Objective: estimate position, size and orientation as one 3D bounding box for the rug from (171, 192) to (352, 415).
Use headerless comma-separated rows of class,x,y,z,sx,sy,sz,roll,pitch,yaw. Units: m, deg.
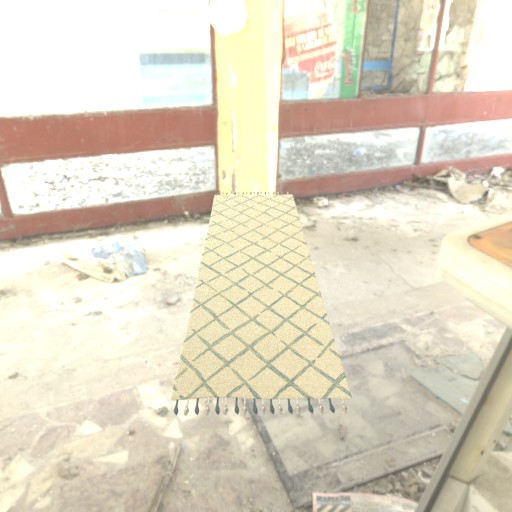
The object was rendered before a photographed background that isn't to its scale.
rug,0.000,0.000,2.516,0.620,0.008,2.372,0,26,-1
